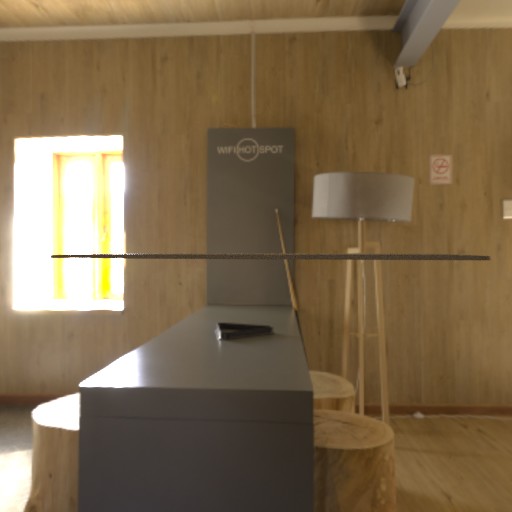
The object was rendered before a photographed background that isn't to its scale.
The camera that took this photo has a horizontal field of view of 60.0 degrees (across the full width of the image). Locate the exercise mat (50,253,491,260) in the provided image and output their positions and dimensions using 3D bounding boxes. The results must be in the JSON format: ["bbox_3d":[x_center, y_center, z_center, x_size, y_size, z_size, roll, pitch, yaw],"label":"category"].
[{"bbox_3d":[0.000,0.000,2.062,1.884,0.021,0.616,0,0,18],"label":"exercise mat"}]
